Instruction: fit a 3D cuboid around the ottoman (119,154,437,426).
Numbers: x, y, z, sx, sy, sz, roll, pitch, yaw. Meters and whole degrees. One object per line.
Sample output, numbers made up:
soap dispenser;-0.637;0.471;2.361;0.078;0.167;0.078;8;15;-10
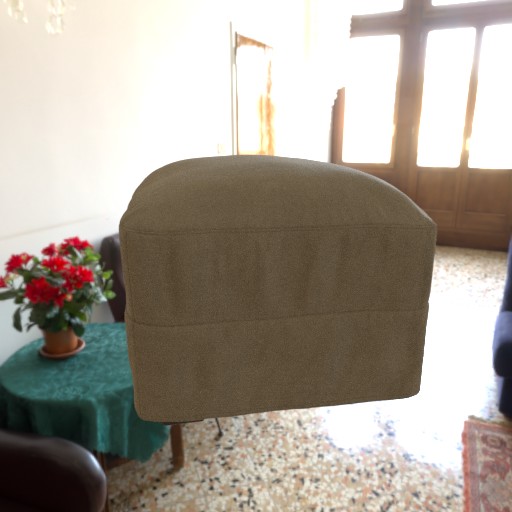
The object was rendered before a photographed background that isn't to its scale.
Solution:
ottoman;0.000;0.000;1.083;0.584;0.480;0.712;-3;16;-11
